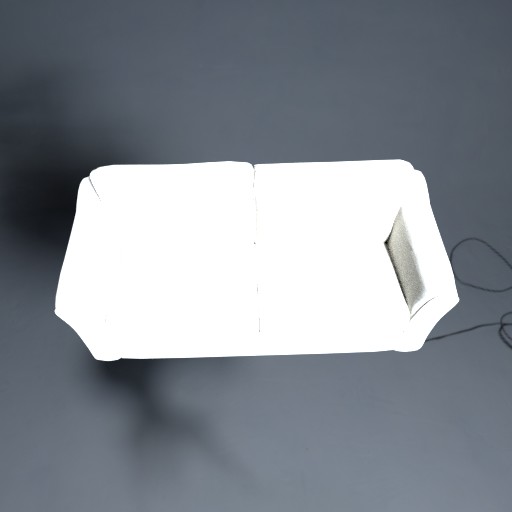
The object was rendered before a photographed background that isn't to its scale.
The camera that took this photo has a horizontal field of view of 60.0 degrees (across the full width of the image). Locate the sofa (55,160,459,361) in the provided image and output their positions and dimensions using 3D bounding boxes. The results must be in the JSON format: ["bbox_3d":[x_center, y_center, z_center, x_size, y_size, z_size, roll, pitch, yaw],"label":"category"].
[{"bbox_3d":[0.000,0.000,2.800,2.270,0.965,0.980,-1,46,-1],"label":"sofa"}]
